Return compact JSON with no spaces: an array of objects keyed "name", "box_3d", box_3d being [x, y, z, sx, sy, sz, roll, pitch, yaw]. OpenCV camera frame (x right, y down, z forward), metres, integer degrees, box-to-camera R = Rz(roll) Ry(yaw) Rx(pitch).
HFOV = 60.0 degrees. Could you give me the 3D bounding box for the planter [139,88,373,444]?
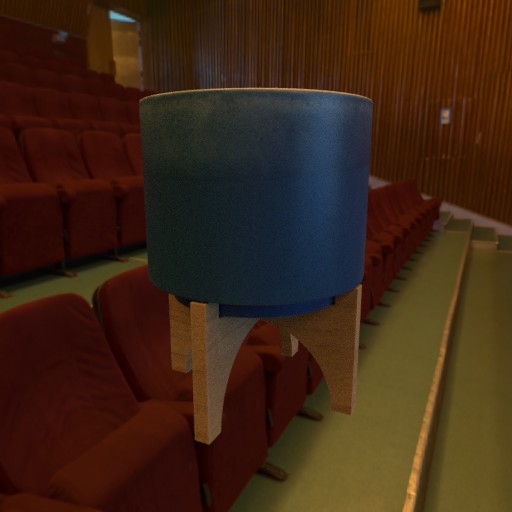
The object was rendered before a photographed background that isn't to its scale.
[{"name":"planter","box_3d":[0.000,0.000,0.404,0.192,0.263,0.192,0,13,0]}]
